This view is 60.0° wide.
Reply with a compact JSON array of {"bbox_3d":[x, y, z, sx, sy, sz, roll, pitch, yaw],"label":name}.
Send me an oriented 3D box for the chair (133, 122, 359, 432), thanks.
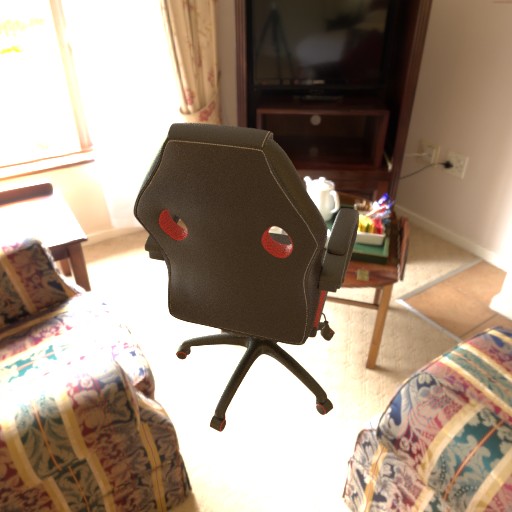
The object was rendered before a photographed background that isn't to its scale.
[{"bbox_3d":[0.000,0.000,1.700,0.750,1.189,0.783,10,34,15],"label":"chair"}]
